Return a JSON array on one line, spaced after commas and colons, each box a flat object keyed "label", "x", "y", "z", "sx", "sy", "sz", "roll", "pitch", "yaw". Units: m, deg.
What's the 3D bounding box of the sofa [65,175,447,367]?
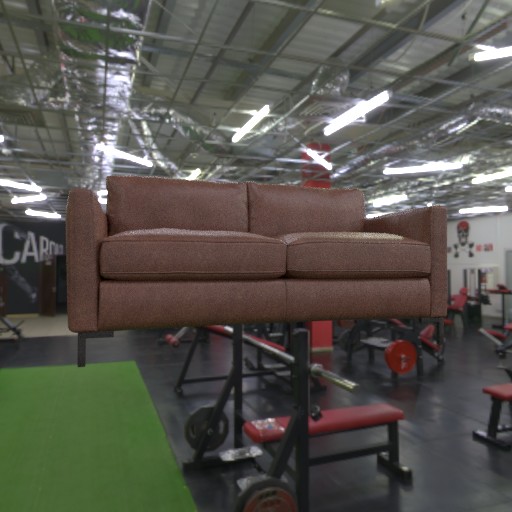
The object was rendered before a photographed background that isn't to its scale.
[{"label": "sofa", "x": 0.000, "y": 0.000, "z": 2.341, "sx": 1.797, "sy": 0.883, "sz": 0.899, "roll": 0, "pitch": -1, "yaw": -18}]
